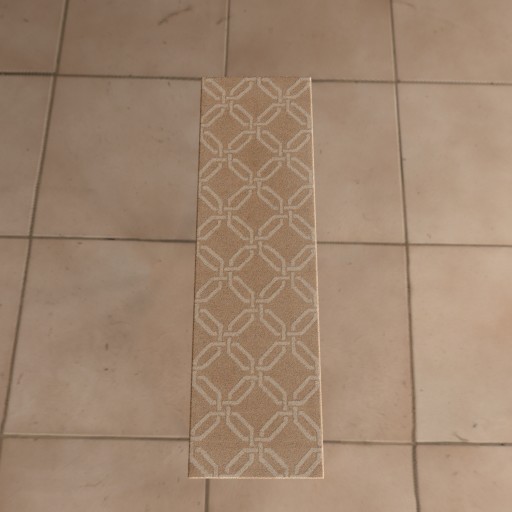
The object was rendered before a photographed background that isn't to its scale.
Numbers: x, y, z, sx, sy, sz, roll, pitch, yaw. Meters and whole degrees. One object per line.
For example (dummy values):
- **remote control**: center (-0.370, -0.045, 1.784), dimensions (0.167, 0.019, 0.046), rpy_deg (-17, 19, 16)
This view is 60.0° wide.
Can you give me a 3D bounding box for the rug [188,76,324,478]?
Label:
- **rug**: center (0.000, 0.000, 2.471), dimensions (0.678, 0.014, 2.276), rpy_deg (0, 76, 0)
